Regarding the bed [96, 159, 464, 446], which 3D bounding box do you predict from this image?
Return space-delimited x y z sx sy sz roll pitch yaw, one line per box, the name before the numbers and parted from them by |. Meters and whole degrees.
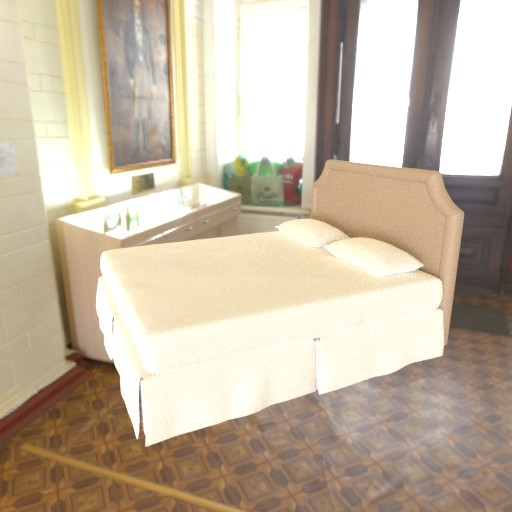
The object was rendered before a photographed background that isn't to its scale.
bed | 0.000 0.000 4.148 2.773 1.590 2.350 -8 18 -24
